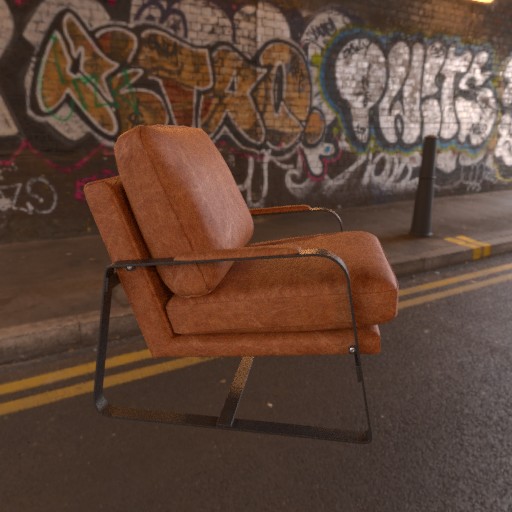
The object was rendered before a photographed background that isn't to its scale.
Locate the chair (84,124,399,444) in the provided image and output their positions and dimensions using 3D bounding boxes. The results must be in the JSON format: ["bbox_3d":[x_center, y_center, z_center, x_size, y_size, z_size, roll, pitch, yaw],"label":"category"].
[{"bbox_3d":[0.000,0.000,1.368,0.801,0.777,0.651,2,16,9],"label":"chair"}]
